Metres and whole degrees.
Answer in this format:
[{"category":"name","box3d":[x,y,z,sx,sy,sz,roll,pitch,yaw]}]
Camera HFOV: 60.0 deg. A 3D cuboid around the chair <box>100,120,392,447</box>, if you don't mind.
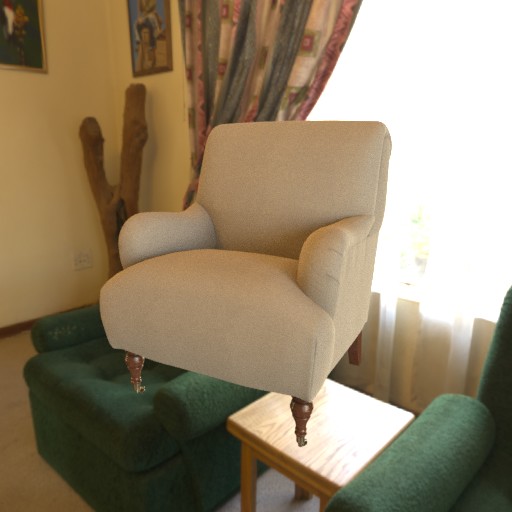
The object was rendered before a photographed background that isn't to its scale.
[{"category":"chair","box3d":[0.000,0.000,1.566,0.766,0.942,0.842,7,16,27]}]
